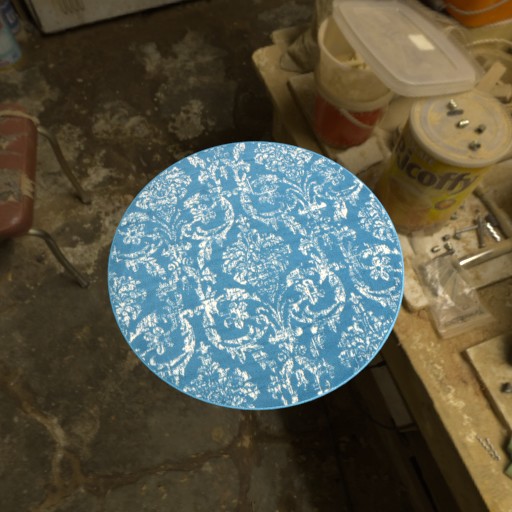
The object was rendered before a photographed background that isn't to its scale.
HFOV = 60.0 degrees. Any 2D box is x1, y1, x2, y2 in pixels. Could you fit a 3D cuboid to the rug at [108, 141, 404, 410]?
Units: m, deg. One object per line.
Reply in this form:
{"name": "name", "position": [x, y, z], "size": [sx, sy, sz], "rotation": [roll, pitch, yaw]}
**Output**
{"name": "rug", "position": [0.000, 0.000, 2.405], "size": [1.593, 0.012, 1.593], "rotation": [0, 63, 0]}
